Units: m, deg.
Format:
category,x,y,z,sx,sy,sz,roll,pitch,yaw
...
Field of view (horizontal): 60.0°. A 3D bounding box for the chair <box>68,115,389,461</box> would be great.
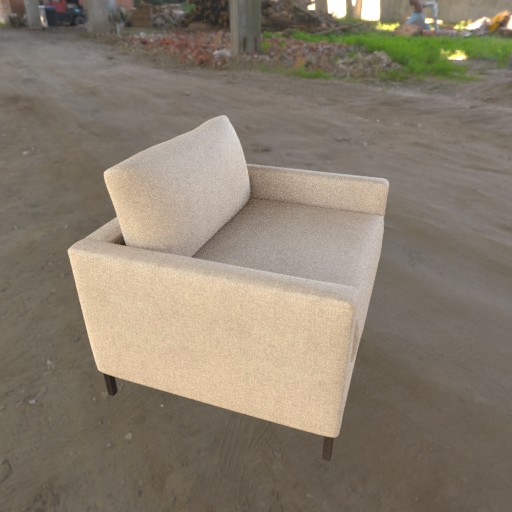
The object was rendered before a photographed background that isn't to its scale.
category,x,y,z,sx,sy,sz,roll,pitch,yaw
chair,0.000,0.000,1.650,0.866,0.861,0.963,10,31,17
